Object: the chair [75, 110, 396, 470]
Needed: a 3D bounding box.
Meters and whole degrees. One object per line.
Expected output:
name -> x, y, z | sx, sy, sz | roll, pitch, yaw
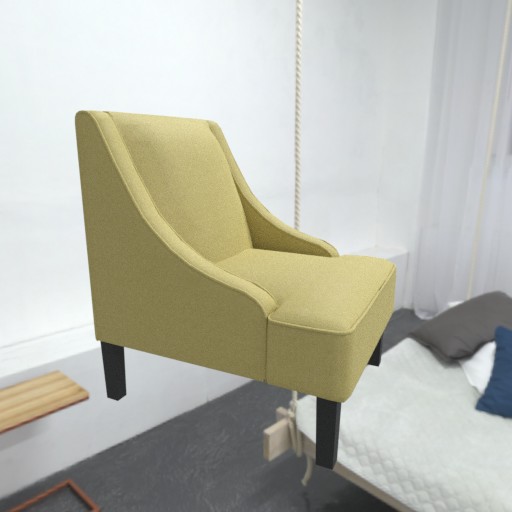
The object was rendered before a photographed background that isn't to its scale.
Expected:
chair -> 0.000, 0.000, 1.456 | 0.814, 0.896, 0.696 | 7, 16, 25
